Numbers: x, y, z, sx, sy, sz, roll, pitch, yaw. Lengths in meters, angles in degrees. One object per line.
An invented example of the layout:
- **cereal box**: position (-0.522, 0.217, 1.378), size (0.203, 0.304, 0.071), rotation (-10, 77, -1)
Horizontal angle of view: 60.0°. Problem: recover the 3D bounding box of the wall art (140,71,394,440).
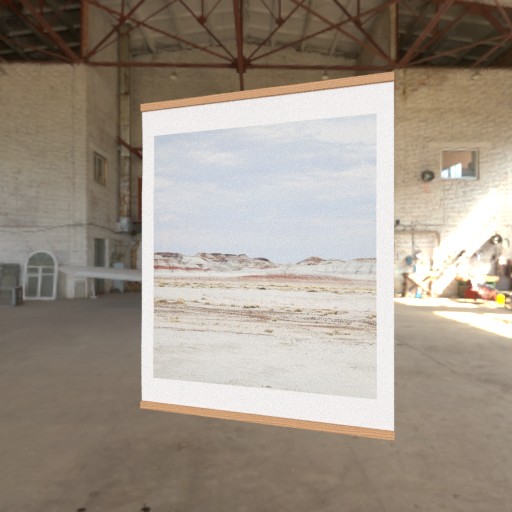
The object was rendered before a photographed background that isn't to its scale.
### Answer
- **wall art**: position (0.000, 0.000, 0.679), size (0.404, 0.507, 0.010), rotation (0, 0, 19)
